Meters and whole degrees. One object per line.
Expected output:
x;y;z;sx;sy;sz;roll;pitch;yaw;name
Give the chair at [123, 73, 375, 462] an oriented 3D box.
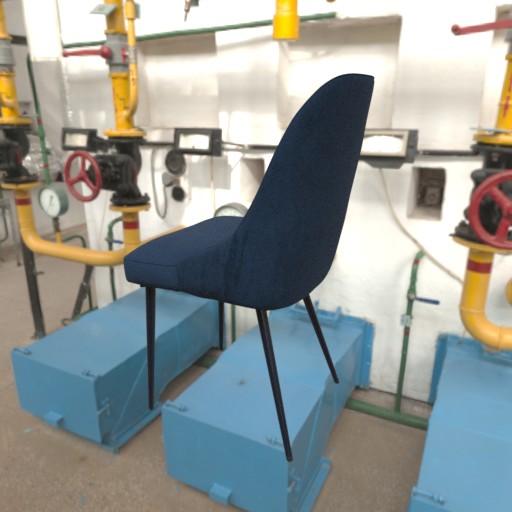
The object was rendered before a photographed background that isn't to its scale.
0.000;0.000;1.209;0.559;0.896;0.478;9;20;26;chair
